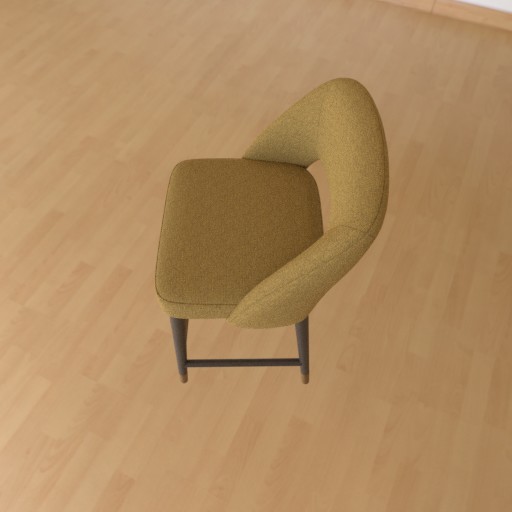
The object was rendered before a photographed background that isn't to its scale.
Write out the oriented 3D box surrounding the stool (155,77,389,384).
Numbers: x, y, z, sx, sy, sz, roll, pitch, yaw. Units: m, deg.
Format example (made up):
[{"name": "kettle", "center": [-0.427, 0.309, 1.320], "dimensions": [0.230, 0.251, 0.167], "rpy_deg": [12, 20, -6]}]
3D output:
[{"name": "stool", "center": [0.000, 0.000, 1.266], "dimensions": [0.522, 0.939, 0.536], "rpy_deg": [0, 58, 0]}]
